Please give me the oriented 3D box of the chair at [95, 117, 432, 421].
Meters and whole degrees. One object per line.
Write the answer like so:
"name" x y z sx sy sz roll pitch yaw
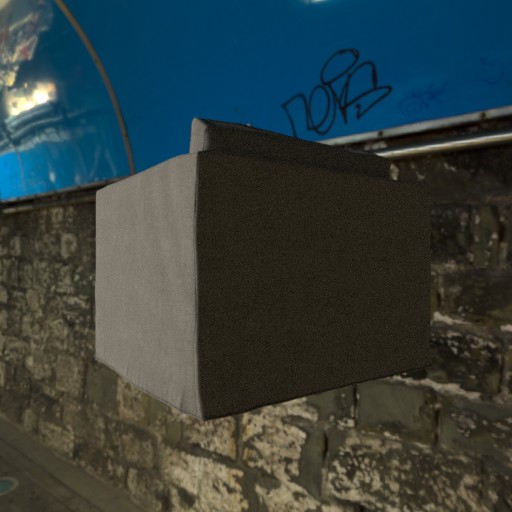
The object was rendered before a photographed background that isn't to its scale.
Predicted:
"chair" 0.000 0.000 1.796 1.057 0.863 0.949 0 0 -35
